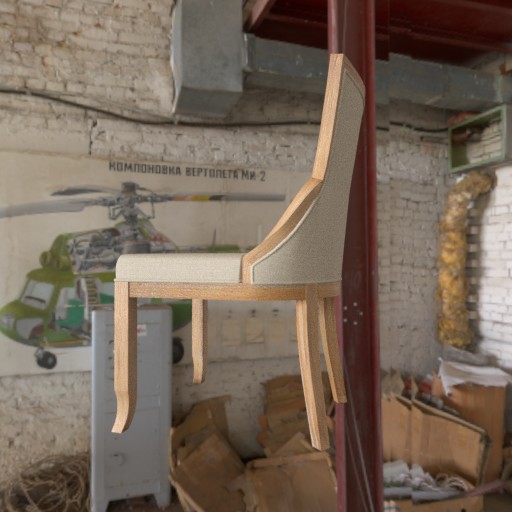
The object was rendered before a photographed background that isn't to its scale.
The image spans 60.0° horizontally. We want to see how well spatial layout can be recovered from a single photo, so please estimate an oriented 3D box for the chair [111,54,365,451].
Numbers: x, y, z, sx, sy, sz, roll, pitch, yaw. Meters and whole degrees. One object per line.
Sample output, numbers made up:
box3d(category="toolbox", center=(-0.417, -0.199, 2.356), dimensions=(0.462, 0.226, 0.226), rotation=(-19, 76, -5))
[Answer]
box3d(category="chair", center=(0.000, 0.000, 1.334), dimensions=(0.641, 0.947, 0.524), rotation=(0, 0, 18))
